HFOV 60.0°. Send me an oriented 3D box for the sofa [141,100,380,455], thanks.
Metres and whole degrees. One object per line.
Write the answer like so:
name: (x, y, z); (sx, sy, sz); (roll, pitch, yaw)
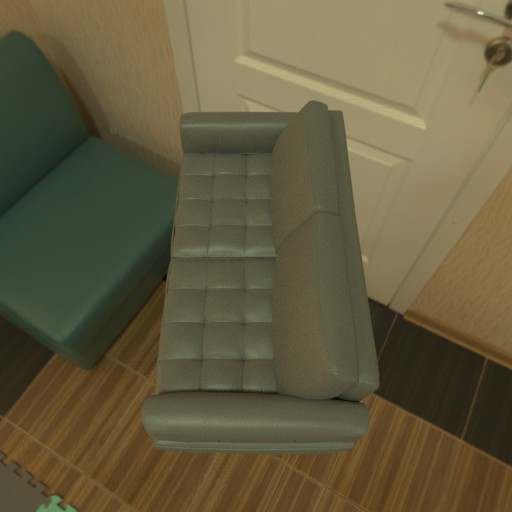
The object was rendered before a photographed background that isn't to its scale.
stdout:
sofa: (0.000, 0.000, 2.700); (1.121, 0.930, 2.177); (0, 59, 0)
